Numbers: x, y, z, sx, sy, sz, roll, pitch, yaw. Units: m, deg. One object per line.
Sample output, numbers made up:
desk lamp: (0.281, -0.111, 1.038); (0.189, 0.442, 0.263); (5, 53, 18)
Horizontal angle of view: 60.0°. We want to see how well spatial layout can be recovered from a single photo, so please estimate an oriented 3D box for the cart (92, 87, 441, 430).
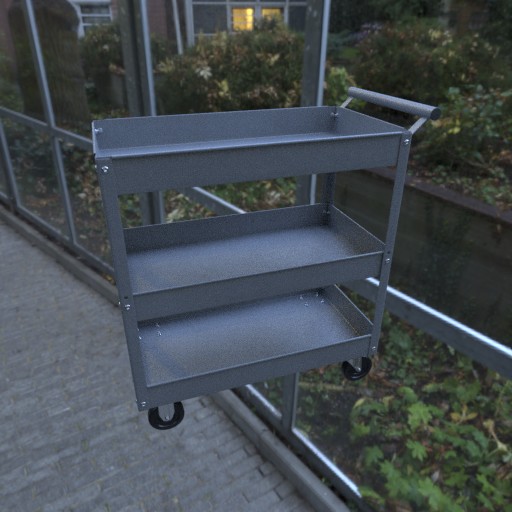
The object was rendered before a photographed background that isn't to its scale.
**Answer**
cart: (0.000, 0.000, 1.181); (0.719, 0.780, 0.366); (-9, 29, -17)
